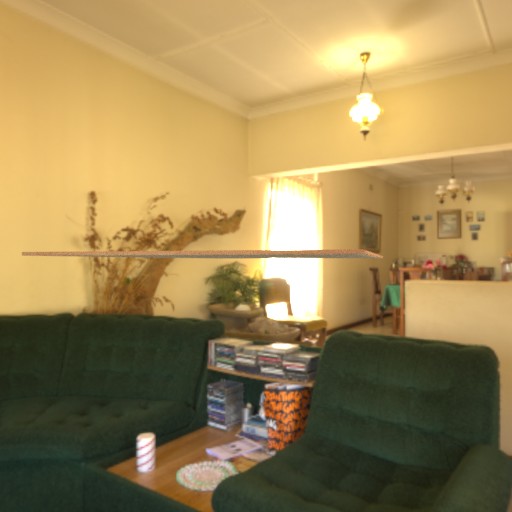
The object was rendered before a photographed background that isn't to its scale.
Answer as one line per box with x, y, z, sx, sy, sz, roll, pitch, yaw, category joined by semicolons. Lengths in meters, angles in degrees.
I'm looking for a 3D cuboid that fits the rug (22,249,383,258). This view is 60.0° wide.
0.000;0.000;2.300;1.219;0.014;1.829;0;-1;17;rug
